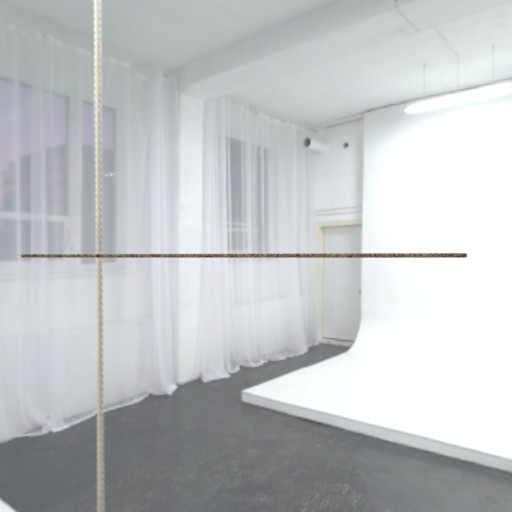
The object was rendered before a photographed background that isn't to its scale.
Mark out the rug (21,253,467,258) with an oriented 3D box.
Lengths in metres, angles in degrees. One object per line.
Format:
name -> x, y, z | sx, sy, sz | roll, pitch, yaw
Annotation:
rug -> 0.000, 0.000, 2.851 | 2.285, 0.019, 1.523 | 0, 0, 18
